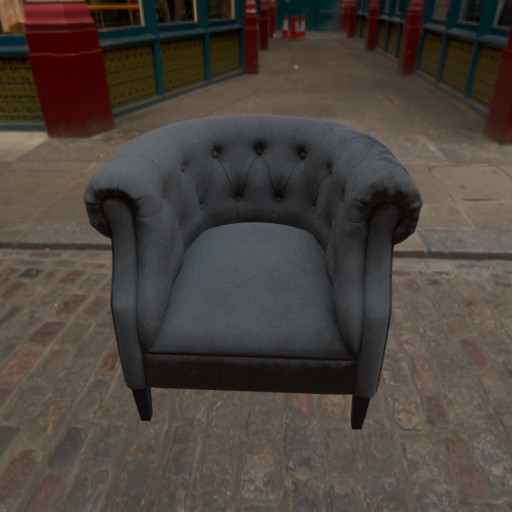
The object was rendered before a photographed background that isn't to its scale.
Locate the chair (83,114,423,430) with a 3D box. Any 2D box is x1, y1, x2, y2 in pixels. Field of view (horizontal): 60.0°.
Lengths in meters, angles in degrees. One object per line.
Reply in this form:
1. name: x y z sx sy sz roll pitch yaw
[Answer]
1. chair: 0.000 0.000 1.569 0.904 0.826 0.851 1 31 2
